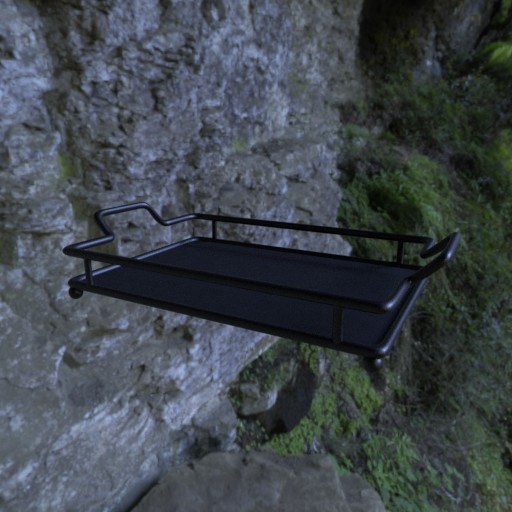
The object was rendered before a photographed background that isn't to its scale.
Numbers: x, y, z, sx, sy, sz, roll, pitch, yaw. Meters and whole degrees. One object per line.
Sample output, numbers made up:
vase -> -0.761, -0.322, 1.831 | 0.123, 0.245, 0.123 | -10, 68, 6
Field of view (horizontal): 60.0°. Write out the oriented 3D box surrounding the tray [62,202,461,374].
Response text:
tray -> 0.000, 0.000, 0.605 | 0.495, 0.101, 0.297 | 8, 18, 27
